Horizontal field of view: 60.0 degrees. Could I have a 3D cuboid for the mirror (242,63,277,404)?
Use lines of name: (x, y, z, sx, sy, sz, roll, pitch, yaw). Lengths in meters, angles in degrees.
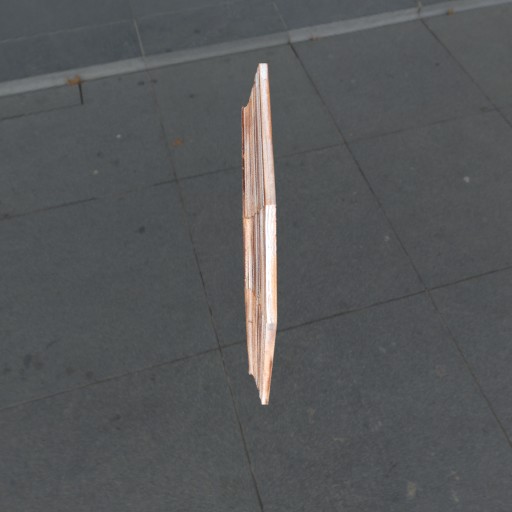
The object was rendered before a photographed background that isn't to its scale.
mirror: (0.000, 0.000, 1.314, 0.061, 1.015, 0.709, -1, 60, -1)
